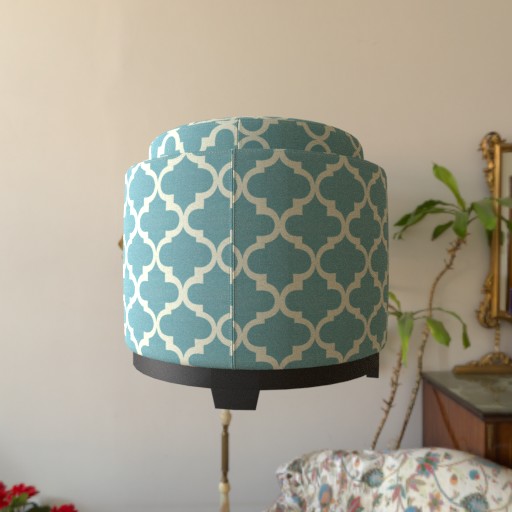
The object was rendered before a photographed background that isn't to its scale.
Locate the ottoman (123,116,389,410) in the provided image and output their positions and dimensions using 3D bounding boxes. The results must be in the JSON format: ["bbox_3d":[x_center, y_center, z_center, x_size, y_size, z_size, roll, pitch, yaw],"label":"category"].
[{"bbox_3d":[0.000,0.000,0.835,0.480,0.429,0.480,0,0,0],"label":"ottoman"}]
